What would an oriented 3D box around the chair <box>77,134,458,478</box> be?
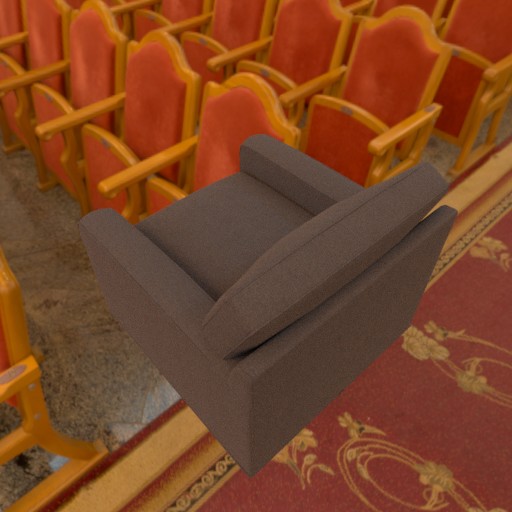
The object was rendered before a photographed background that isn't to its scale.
[{"bbox_3d":[0.000,0.000,1.794,0.997,0.913,1.043,-33,54,-28],"label":"chair"}]
